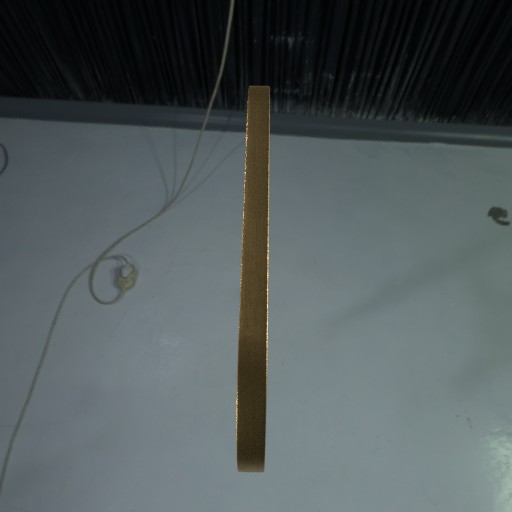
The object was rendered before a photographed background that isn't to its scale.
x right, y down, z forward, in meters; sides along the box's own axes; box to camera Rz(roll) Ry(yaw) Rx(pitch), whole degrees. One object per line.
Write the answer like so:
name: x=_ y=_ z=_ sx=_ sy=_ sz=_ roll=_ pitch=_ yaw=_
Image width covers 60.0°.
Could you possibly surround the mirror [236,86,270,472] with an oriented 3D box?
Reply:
mirror: x=0.000 y=0.000 z=0.666 sx=0.032 sy=0.254 sz=0.584 roll=1 pitch=64 yaw=1
